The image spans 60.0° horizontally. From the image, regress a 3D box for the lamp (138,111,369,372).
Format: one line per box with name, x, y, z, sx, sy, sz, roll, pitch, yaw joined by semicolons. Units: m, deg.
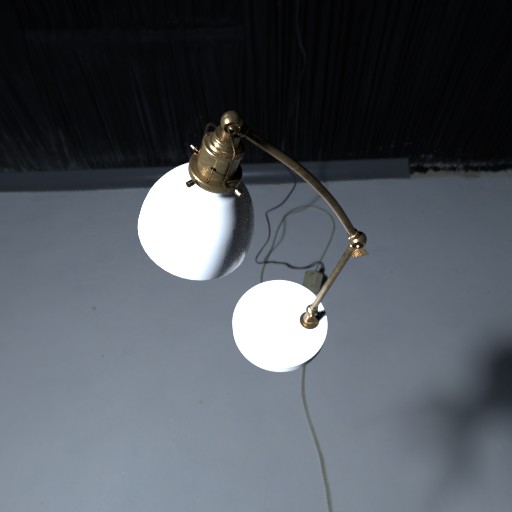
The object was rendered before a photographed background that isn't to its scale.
lamp;0.000;0.000;0.668;0.317;0.522;0.186;0;57;0
